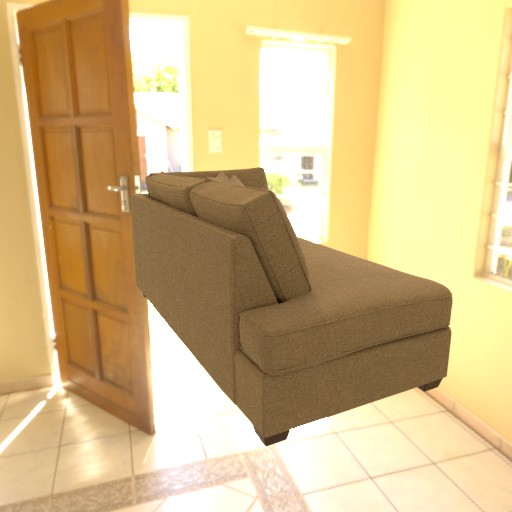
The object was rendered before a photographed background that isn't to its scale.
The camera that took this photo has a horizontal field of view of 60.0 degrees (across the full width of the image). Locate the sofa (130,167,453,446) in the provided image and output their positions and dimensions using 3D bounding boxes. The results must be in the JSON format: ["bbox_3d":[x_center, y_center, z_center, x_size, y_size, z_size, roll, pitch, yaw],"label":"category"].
[{"bbox_3d":[0.000,0.000,2.824,1.110,1.019,2.238,-7,16,-26],"label":"sofa"}]
